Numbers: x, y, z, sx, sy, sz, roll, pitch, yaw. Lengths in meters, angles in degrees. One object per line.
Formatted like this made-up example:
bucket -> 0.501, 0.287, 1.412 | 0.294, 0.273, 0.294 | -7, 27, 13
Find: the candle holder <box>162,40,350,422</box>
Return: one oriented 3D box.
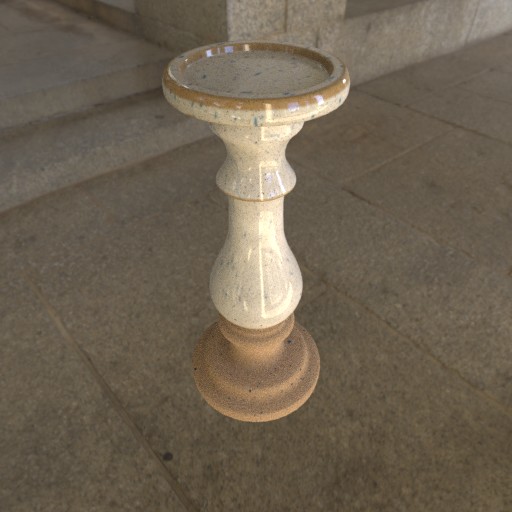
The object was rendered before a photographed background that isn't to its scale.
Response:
candle holder -> 0.000, 0.000, 0.244 | 0.088, 0.203, 0.088 | 0, 41, 0
